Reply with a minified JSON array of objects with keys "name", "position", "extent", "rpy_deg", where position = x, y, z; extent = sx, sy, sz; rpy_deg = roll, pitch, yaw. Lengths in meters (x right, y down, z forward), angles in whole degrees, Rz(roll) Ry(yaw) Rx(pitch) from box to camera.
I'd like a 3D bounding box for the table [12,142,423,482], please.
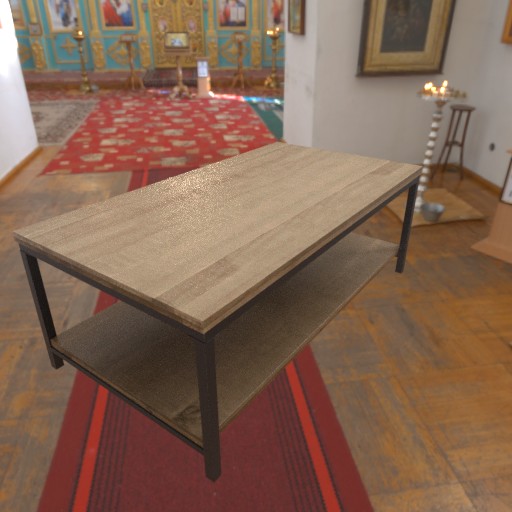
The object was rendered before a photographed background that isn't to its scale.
[{"name":"table","position":[0.000,0.000,1.310],"extent":[0.574,0.393,1.062],"rpy_deg":[19,33,32]}]
